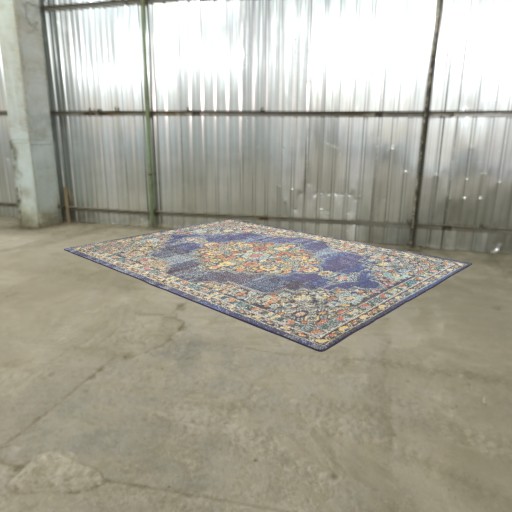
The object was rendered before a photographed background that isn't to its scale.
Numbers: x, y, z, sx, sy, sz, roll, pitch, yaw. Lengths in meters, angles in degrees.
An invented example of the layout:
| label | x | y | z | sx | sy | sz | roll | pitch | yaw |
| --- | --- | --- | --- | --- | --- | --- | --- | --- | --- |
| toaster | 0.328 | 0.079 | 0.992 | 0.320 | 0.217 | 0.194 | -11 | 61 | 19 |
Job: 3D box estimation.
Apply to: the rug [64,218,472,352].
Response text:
| label | x | y | z | sx | sy | sz | roll | pitch | yaw |
| --- | --- | --- | --- | --- | --- | --- | --- | --- | --- |
| rug | 0.000 | 0.000 | 2.961 | 2.232 | 0.009 | 1.630 | 14 | 21 | 42 |
